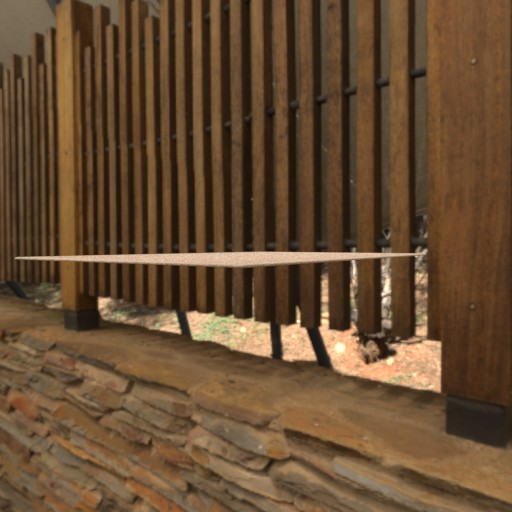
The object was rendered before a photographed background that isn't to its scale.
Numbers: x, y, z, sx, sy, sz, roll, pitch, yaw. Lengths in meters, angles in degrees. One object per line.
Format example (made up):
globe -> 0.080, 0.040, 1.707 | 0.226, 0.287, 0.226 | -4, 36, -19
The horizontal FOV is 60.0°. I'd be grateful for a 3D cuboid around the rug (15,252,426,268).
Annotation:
rug -> 0.000, 0.000, 2.269 | 1.219, 0.010, 1.829 | 1, 2, 35
